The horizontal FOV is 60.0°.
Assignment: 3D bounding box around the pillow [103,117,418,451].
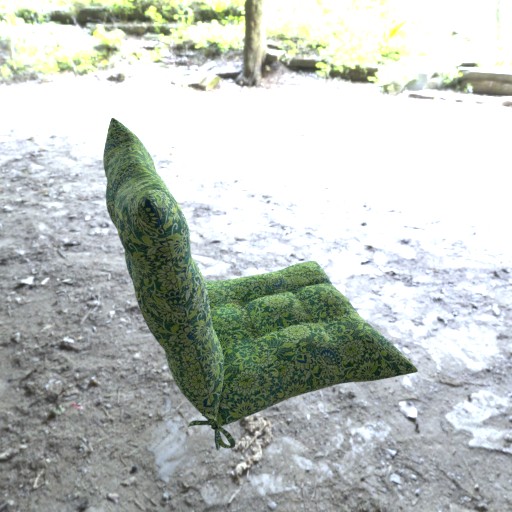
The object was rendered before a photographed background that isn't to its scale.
[{"bbox_3d":[0.000,0.000,0.982,0.585,0.536,0.541,-10,31,-18],"label":"pillow"}]
